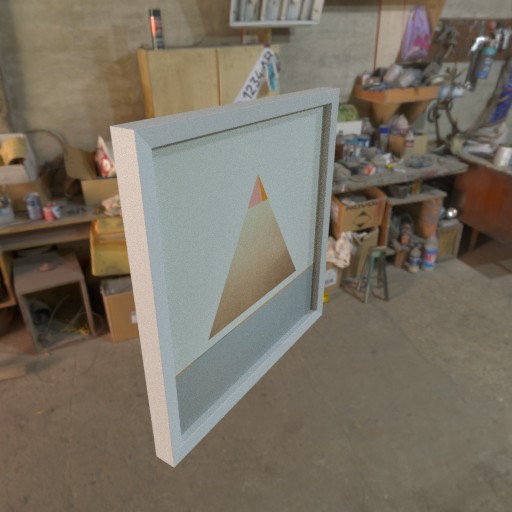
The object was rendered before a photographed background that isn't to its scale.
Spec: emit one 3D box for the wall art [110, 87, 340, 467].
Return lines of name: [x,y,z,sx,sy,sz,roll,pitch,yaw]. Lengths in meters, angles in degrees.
wall art: [0.000,0.000,1.951,0.098,1.291,1.289,17,31,30]
